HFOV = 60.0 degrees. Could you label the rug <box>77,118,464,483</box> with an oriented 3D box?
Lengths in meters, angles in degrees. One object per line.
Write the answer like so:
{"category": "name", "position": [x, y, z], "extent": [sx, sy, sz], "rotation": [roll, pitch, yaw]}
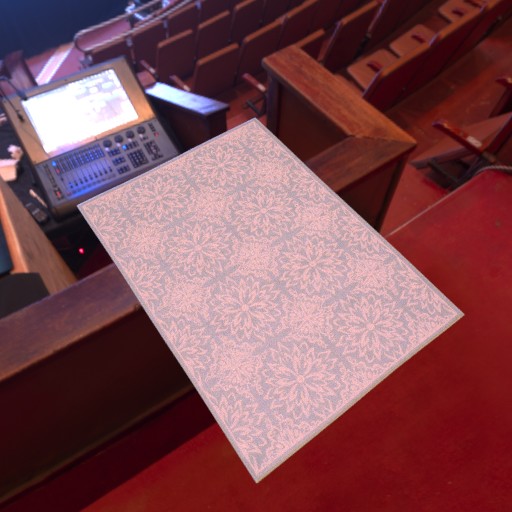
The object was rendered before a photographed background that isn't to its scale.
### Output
{"category": "rug", "position": [0.000, 0.000, 2.961], "extent": [1.589, 0.014, 2.205], "rotation": [-32, 63, -18]}
